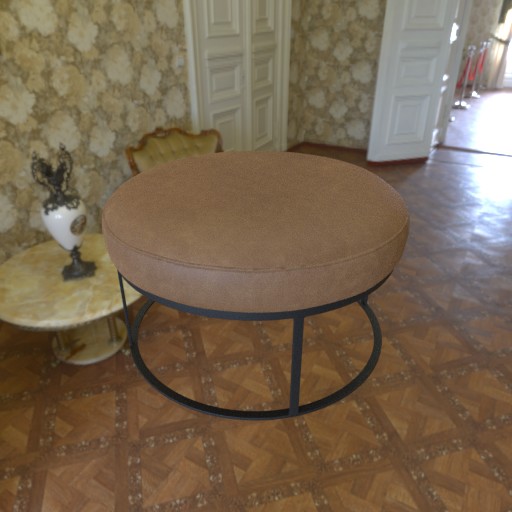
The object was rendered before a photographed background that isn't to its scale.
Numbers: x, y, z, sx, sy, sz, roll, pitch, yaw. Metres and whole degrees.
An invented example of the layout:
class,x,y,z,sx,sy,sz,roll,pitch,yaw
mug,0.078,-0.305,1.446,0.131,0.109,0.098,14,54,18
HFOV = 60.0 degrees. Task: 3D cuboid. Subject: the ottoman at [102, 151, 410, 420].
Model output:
class,x,y,z,sx,sy,sz,roll,pitch,yaw
ottoman,0.000,0.000,1.228,0.771,0.460,0.771,0,28,0
